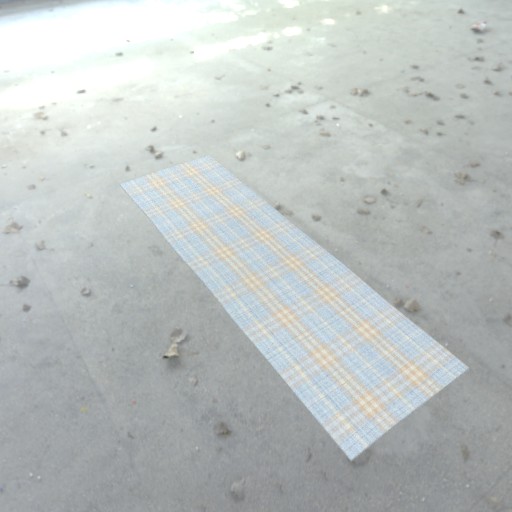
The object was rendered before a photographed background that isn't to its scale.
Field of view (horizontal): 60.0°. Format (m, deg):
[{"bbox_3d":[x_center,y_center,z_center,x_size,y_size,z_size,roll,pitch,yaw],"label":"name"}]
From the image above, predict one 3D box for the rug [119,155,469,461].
[{"bbox_3d":[0.000,0.000,2.672,0.762,0.013,2.439,-25,48,-25],"label":"rug"}]
